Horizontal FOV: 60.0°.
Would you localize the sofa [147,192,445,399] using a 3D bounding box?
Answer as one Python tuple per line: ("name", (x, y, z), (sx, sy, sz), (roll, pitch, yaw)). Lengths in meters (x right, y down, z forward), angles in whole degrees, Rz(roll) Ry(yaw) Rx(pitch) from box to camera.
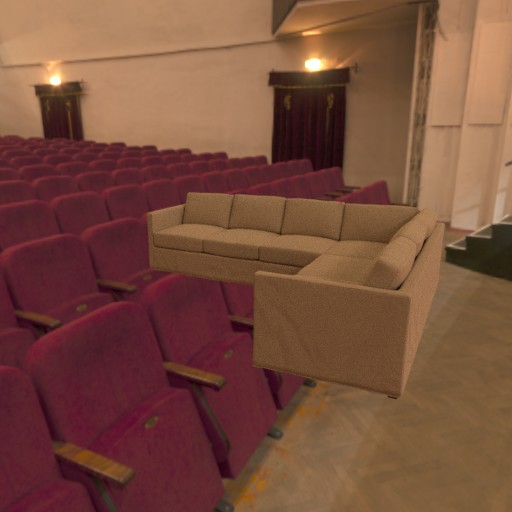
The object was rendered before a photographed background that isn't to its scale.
("sofa", (0.000, 0.000, 4.295), (3.182, 0.871, 2.432), (8, 17, 26))
